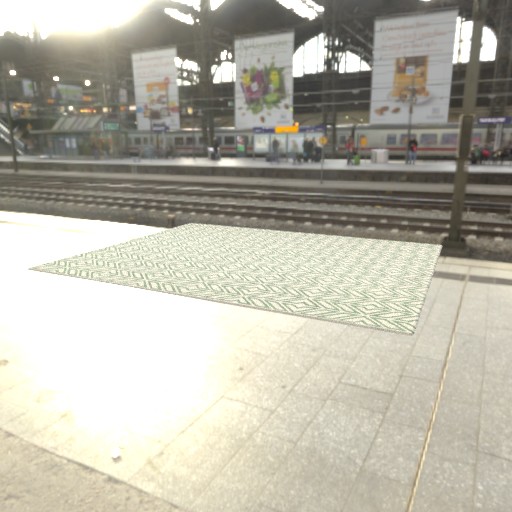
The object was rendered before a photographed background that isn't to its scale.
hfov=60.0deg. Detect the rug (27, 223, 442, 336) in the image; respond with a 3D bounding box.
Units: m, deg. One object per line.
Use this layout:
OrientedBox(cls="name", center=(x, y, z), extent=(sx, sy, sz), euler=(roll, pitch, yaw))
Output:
OrientedBox(cls="rug", center=(0.000, 0.000, 4.092), extent=(3.050, 0.017, 2.441), euler=(7, 16, 25))
